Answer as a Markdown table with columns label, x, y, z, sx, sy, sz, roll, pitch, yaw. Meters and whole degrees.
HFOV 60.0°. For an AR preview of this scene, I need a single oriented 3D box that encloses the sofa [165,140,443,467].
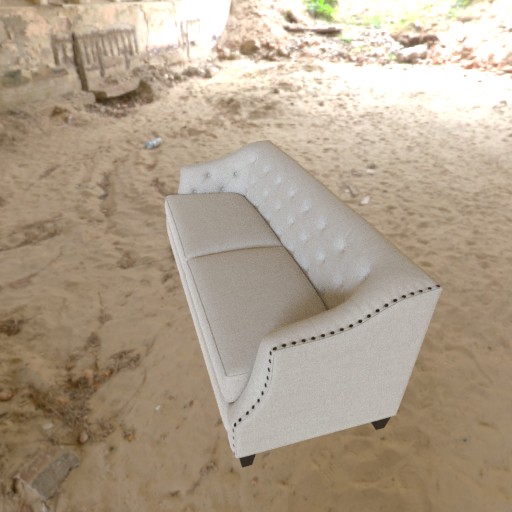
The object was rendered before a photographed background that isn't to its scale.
| label | x | y | z | sx | sy | sz | roll | pitch | yaw |
| --- | --- | --- | --- | --- | --- | --- | --- | --- | --- |
| sofa | 0.000 | 0.000 | 2.797 | 0.914 | 0.901 | 2.235 | -9 | 32 | -15 |
